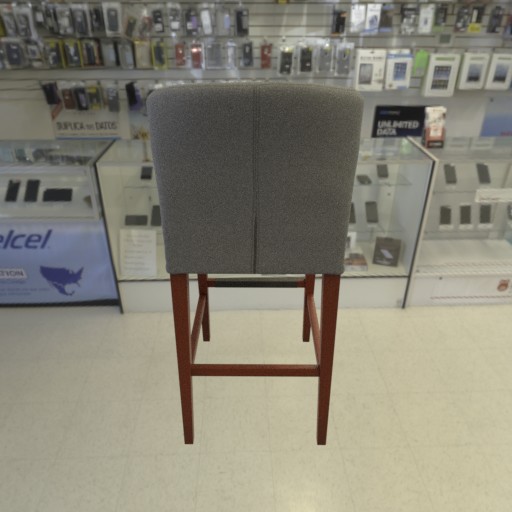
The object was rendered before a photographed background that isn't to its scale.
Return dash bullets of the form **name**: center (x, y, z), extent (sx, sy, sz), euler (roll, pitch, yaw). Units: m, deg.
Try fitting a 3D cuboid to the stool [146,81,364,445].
- **stool**: center (0.000, 0.000, 1.344), extent (0.481, 1.069, 0.568), euler (0, 30, 0)
